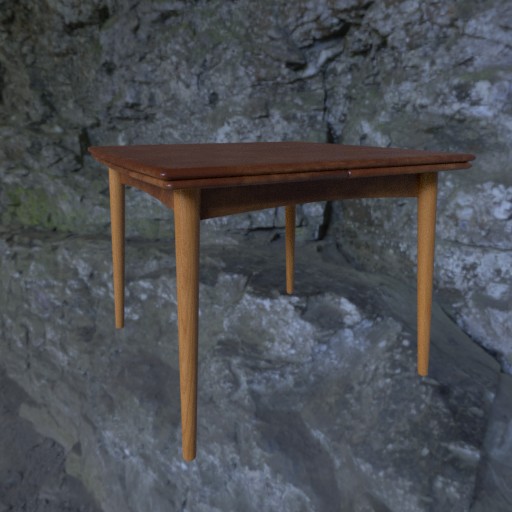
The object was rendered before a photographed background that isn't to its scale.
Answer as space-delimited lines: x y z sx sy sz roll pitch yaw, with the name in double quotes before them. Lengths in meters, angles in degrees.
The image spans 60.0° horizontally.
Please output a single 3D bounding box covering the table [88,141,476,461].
"table" 0.000 0.000 1.612 0.991 0.754 0.991 -9 19 -27
